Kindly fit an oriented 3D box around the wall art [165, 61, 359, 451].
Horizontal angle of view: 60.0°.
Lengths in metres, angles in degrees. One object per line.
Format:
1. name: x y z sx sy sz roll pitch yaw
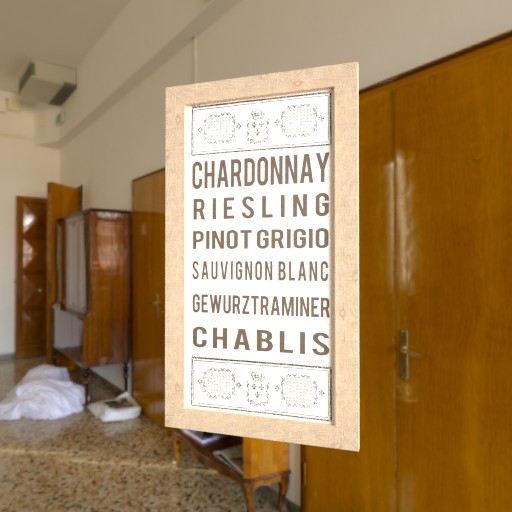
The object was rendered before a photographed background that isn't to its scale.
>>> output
1. wall art: 0.000 0.000 0.841 0.381 0.683 0.013 0 -1 18
